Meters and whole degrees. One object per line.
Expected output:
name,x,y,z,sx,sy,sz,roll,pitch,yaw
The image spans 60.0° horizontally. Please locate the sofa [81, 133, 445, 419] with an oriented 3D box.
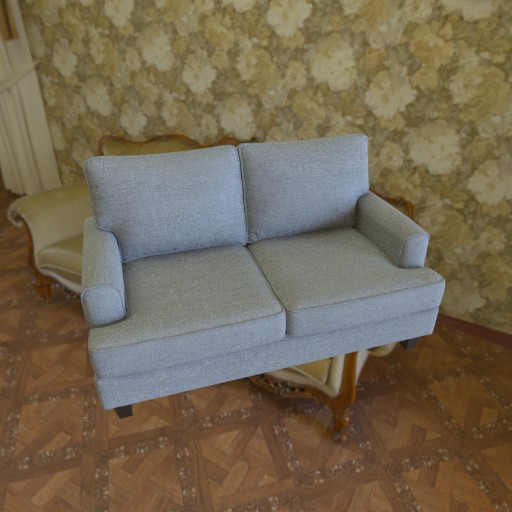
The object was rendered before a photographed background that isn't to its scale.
sofa,0.000,0.000,2.245,1.651,0.965,0.965,-9,32,-15
